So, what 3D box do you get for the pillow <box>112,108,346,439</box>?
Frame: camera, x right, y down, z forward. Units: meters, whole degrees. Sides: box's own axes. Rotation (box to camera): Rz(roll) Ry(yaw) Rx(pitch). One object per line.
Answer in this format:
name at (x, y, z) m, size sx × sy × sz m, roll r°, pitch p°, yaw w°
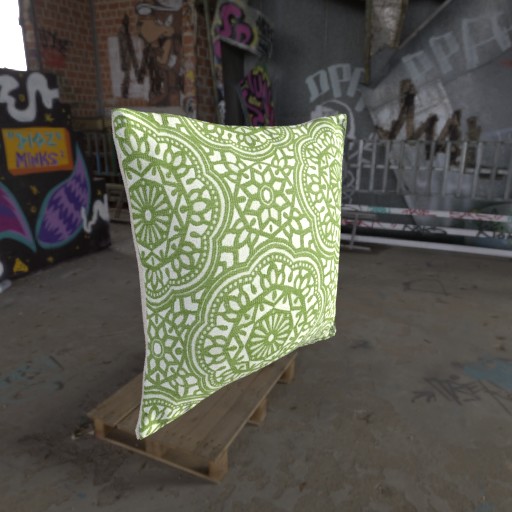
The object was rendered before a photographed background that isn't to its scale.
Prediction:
pillow at (0.000, 0.000, 0.674) m, size 0.162 × 0.419 × 0.440 m, roll 16°, pitch 23°, yaw 43°
